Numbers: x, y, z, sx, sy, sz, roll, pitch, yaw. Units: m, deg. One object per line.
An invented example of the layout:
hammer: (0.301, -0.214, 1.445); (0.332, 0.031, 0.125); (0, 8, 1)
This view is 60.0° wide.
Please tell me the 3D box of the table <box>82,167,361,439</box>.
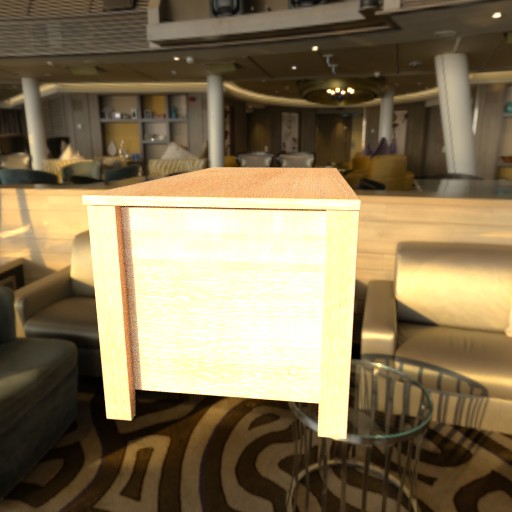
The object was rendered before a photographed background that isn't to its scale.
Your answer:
table: (0.000, 0.000, 1.295); (0.483, 0.457, 1.016); (2, 14, 8)
